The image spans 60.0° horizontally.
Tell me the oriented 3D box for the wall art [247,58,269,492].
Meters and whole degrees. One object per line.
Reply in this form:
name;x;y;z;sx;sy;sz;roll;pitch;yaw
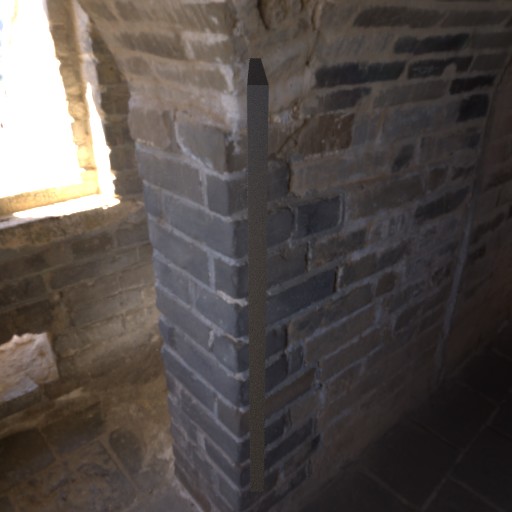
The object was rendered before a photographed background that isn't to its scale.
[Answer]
wall art;0.000;0.000;1.352;0.038;1.062;0.806;0;27;0
